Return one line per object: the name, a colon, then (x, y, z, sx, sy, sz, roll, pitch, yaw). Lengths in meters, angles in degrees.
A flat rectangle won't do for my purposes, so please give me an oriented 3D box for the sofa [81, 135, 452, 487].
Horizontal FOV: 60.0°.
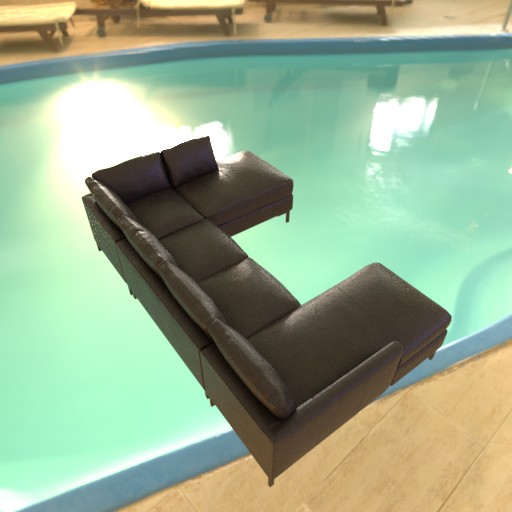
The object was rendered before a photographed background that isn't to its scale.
sofa: (0.000, 0.000, 3.808, 1.939, 0.900, 2.956, -26, 48, -26)
